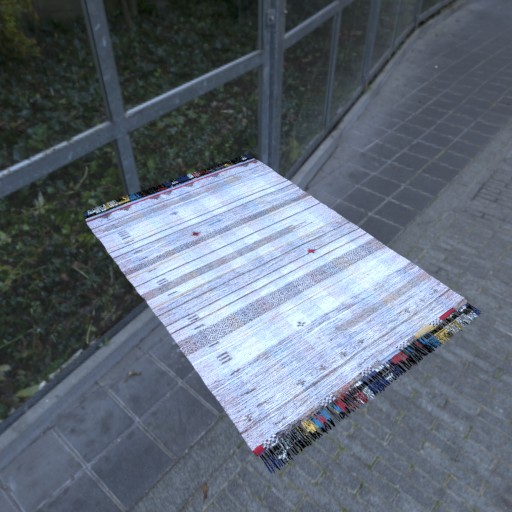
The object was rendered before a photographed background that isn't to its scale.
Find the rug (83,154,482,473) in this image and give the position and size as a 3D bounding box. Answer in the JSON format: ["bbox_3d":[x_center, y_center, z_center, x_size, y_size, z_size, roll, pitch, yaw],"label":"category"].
[{"bbox_3d":[0.000,0.000,2.278,1.217,0.012,1.848,-26,47,-26],"label":"rug"}]
